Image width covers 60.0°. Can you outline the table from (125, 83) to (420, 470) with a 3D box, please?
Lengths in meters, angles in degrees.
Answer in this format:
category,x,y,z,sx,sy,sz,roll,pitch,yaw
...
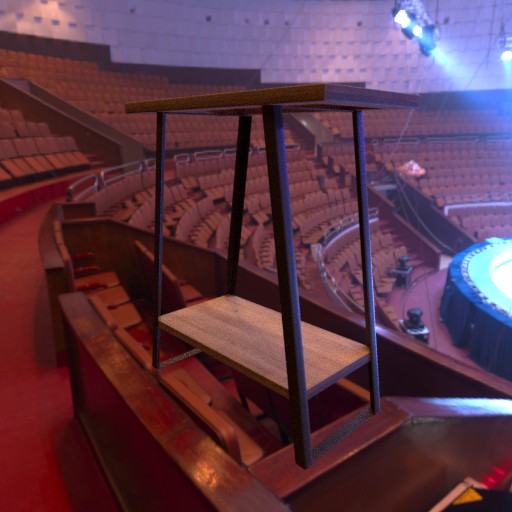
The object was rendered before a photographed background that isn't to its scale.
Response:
category,x,y,z,sx,sy,sz,roll,pitch,yaw
table,0.000,0.000,1.049,0.300,0.701,0.599,-14,21,-42
